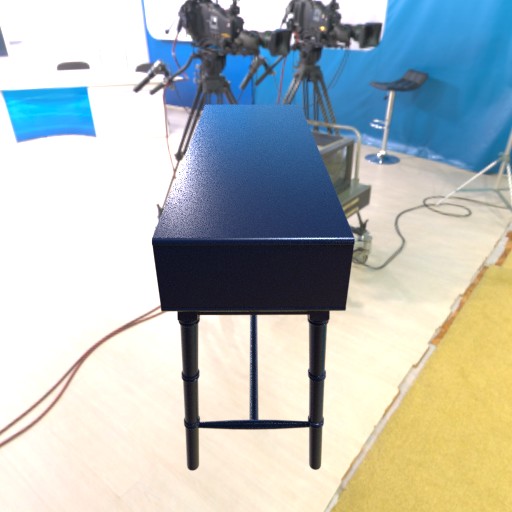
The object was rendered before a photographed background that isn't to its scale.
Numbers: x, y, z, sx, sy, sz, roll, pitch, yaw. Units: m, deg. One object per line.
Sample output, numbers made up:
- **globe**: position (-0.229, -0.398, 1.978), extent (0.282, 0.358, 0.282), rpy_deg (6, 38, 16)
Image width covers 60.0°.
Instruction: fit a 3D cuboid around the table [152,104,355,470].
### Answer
- **table**: position (0.000, 0.000, 1.497), extent (0.399, 0.749, 1.118), rpy_deg (0, 31, 0)
